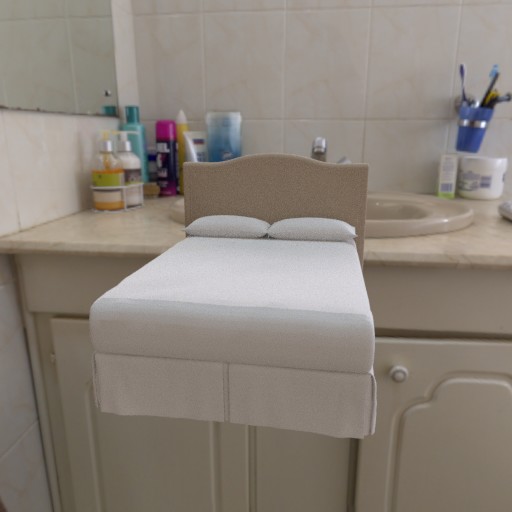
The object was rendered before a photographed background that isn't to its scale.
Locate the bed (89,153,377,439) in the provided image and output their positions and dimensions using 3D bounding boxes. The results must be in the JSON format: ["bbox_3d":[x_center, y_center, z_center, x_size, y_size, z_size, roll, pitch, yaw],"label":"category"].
[{"bbox_3d":[0.000,0.000,3.209,1.678,1.398,2.052,2,15,9],"label":"bed"}]
